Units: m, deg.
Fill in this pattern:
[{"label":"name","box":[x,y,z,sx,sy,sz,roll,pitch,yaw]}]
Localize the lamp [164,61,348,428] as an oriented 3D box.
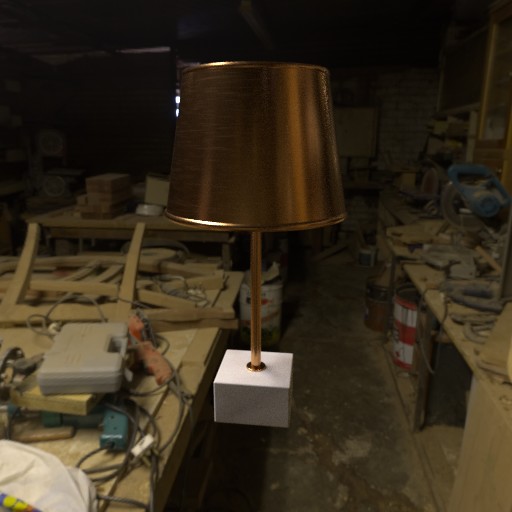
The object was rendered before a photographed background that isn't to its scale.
[{"label":"lamp","box":[0.000,0.000,0.527,0.208,0.406,0.208,0,16,0]}]
